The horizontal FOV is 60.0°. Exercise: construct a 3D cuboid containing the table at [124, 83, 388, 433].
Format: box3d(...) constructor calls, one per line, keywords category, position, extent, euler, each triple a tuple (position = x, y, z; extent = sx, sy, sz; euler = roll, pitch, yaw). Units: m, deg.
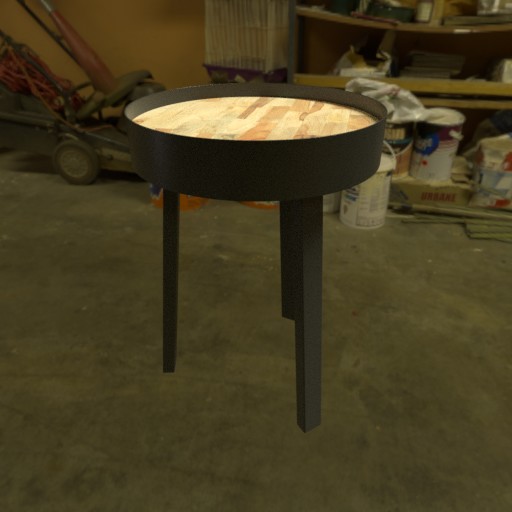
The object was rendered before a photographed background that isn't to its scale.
box3d(category="table", position=(0.000, 0.000, 0.847), extent=(0.406, 0.559, 0.406), euler=(0, 30, 0))
